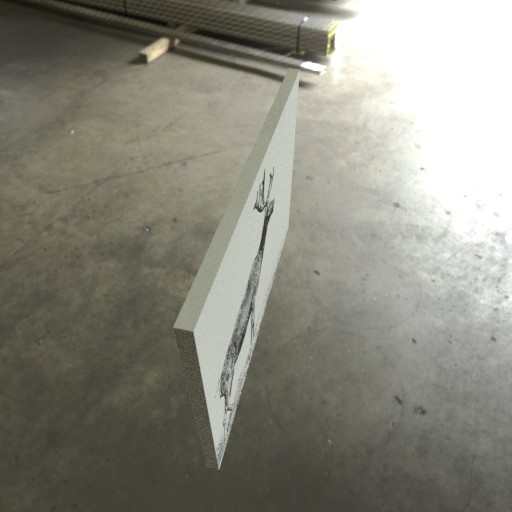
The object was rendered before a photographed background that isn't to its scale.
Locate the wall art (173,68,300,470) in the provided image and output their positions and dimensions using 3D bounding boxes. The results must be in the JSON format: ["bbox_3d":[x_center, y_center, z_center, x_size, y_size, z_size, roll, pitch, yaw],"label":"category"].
[{"bbox_3d":[0.000,0.000,1.184,0.033,0.617,0.906,10,48,9],"label":"wall art"}]
